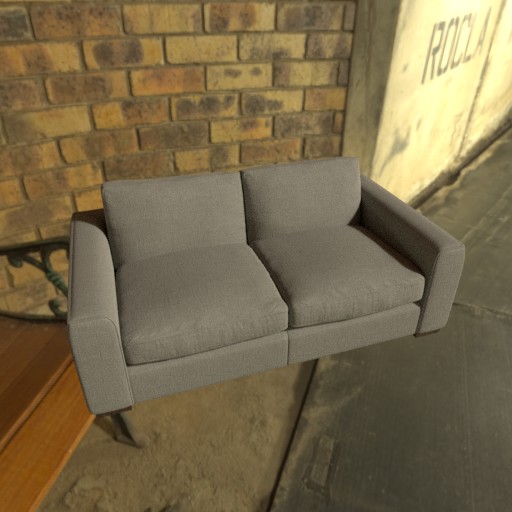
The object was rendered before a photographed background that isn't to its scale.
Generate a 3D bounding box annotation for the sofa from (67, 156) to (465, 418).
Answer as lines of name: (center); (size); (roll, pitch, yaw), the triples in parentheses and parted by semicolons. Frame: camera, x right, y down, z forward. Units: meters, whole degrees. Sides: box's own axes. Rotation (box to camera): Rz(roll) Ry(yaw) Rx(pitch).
sofa: (0.000, 0.000, 2.448); (1.920, 0.800, 1.069); (-10, 33, -15)
